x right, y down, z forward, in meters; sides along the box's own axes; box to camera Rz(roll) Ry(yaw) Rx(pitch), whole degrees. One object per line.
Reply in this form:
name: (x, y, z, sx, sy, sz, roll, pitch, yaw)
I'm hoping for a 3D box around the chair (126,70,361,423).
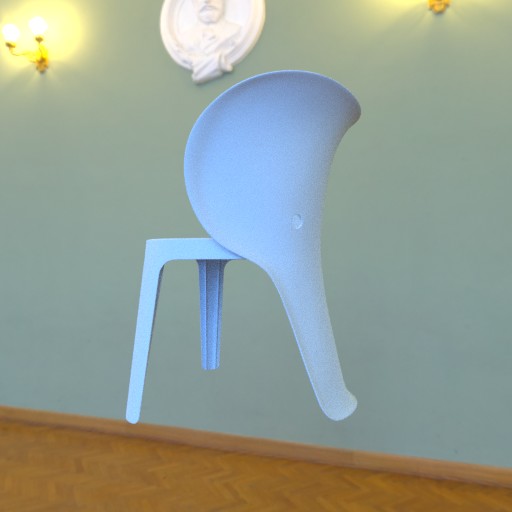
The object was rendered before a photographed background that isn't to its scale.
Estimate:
chair: (0.000, 0.000, 0.869, 0.402, 0.554, 0.451, 0, 0, 16)
